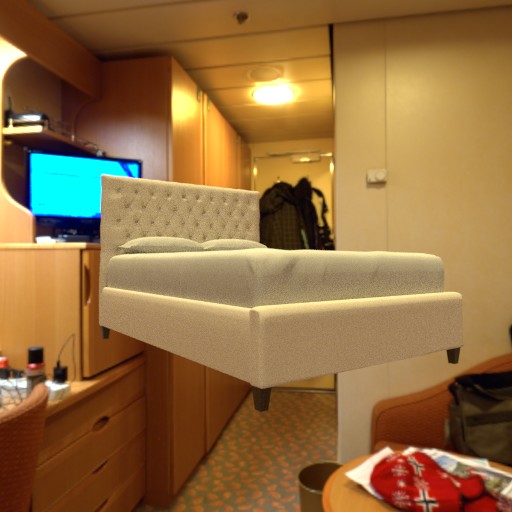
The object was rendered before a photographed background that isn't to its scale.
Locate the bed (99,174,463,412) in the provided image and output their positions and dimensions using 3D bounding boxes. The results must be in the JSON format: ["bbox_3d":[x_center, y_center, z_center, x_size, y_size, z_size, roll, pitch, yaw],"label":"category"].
[{"bbox_3d":[0.000,0.000,3.405,1.698,1.427,2.387,0,-1,-36],"label":"bed"}]
